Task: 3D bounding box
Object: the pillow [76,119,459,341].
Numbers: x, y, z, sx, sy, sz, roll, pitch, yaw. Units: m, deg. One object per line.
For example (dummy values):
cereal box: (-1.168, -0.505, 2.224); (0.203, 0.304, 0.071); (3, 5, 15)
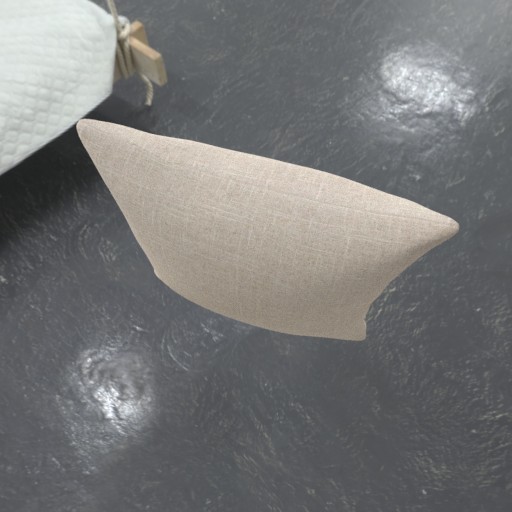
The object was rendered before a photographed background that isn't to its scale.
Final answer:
pillow: (0.000, 0.000, 0.631); (0.414, 0.399, 0.173); (17, 65, 8)
